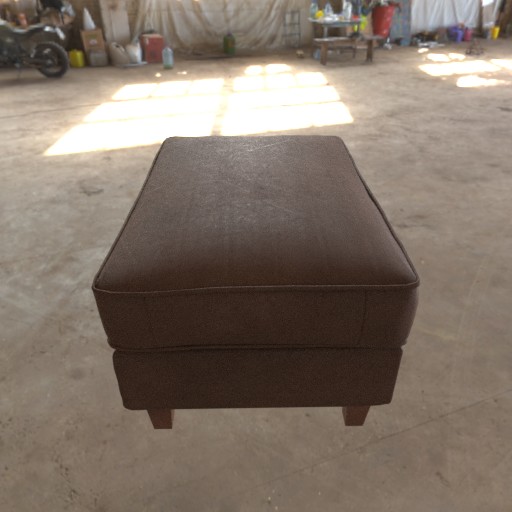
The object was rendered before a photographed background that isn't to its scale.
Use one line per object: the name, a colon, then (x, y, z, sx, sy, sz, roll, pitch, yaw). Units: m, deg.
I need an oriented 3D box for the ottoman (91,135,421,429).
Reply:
ottoman: (0.000, 0.000, 1.207, 0.596, 0.481, 0.860, -1, 32, -1)
